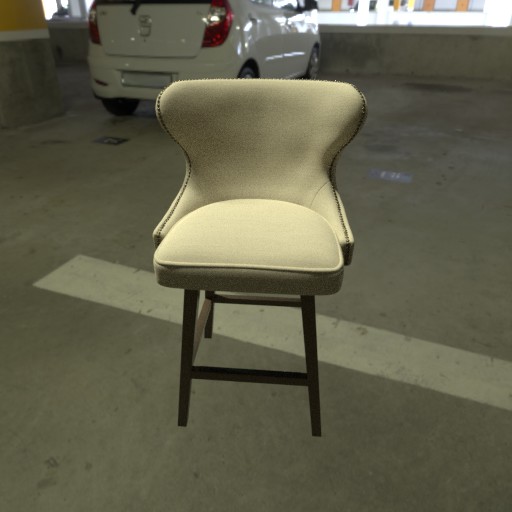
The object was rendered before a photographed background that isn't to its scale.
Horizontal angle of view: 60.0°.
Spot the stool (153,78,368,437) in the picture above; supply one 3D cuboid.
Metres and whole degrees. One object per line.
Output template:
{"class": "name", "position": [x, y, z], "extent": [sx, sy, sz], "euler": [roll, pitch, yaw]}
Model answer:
{"class": "stool", "position": [0.000, 0.000, 1.382], "extent": [0.615, 0.972, 0.597], "euler": [3, 30, 4]}
